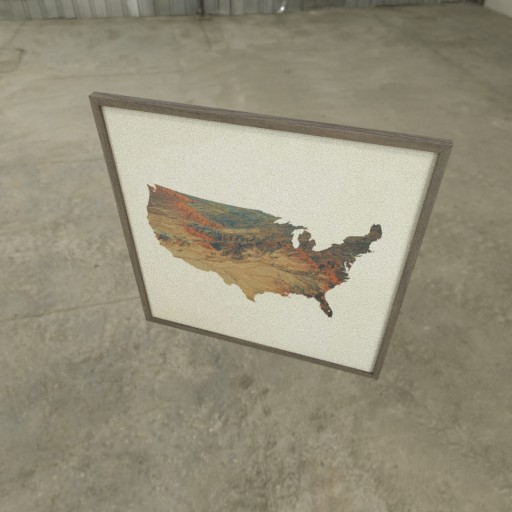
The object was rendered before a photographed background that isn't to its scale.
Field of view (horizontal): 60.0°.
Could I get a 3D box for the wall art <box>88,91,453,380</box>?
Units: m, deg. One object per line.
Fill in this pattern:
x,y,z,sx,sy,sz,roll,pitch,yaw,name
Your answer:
0.000,0.000,0.766,0.508,0.507,0.016,12,43,13,wall art
